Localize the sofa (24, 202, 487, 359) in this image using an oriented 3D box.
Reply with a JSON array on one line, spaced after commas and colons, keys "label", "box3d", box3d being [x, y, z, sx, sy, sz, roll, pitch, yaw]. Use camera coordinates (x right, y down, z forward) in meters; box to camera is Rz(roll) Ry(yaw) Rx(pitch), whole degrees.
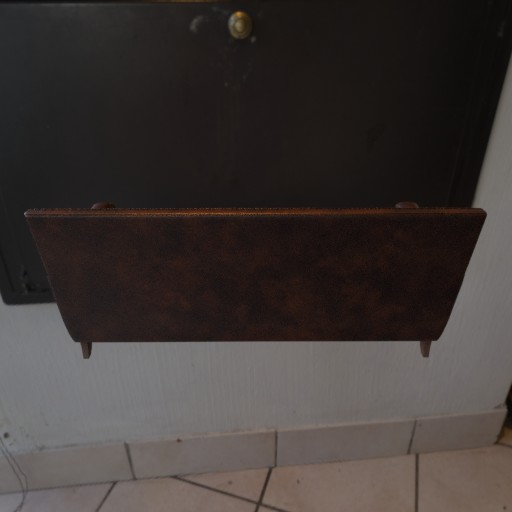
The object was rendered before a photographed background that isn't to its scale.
[{"label": "sofa", "box3d": [0.000, 0.000, 2.447, 1.995, 0.871, 0.786, 0, 30, 0]}]
